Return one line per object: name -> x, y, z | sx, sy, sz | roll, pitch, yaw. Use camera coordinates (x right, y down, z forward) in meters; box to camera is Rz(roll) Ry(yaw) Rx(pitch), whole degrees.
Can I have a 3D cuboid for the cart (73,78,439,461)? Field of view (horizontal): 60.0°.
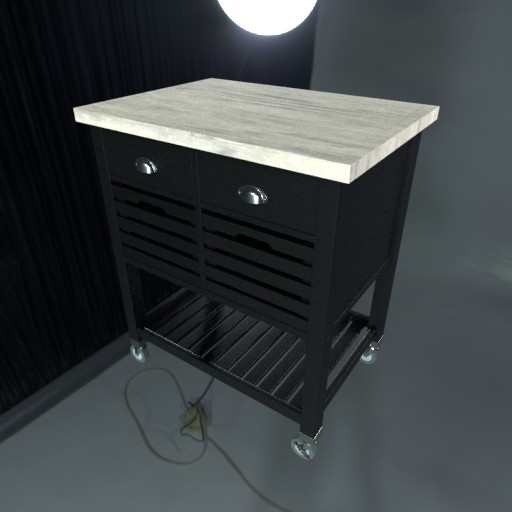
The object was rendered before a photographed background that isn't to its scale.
cart -> 0.000, 0.000, 1.410 | 0.797, 0.920, 0.567 | 19, 36, 29
